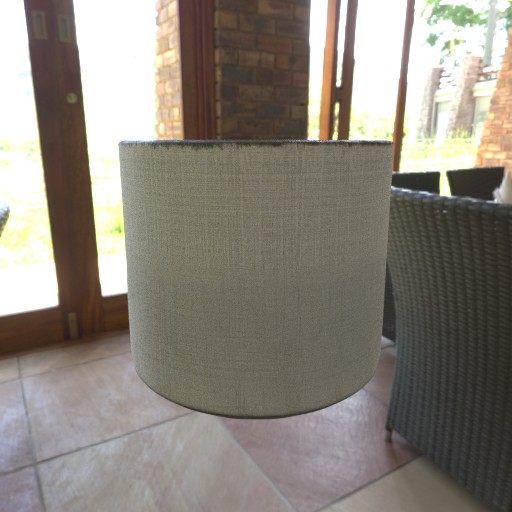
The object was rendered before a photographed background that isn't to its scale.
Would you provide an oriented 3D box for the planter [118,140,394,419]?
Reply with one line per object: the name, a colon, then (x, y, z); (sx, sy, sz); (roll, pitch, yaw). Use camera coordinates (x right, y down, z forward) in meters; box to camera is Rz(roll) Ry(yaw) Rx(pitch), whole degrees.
planter: (0.000, 0.000, 0.396); (0.226, 0.201, 0.226); (0, 15, 0)
